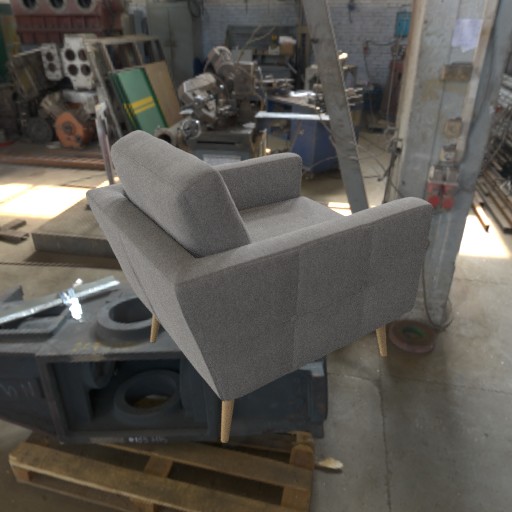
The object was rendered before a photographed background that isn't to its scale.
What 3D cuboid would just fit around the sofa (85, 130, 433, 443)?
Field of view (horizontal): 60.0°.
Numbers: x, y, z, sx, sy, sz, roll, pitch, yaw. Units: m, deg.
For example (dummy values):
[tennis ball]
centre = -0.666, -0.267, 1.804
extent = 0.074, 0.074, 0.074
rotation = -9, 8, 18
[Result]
[sofa]
centre = 0.000, 0.000, 1.554
extent = 0.920, 0.860, 0.770
rotation = -17, 33, -29
